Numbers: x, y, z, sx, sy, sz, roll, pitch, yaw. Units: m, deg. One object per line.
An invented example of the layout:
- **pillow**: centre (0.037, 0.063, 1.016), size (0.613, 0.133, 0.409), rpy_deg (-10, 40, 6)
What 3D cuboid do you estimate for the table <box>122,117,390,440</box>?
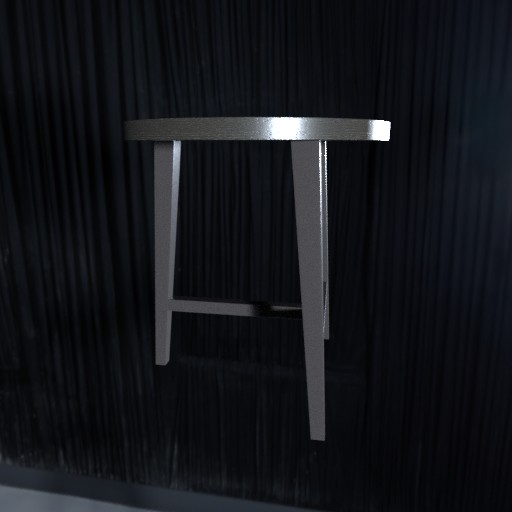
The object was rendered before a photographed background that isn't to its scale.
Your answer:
- **table**: centre (0.000, 0.000, 0.928), size (0.500, 0.531, 0.500), rpy_deg (0, 14, 0)
